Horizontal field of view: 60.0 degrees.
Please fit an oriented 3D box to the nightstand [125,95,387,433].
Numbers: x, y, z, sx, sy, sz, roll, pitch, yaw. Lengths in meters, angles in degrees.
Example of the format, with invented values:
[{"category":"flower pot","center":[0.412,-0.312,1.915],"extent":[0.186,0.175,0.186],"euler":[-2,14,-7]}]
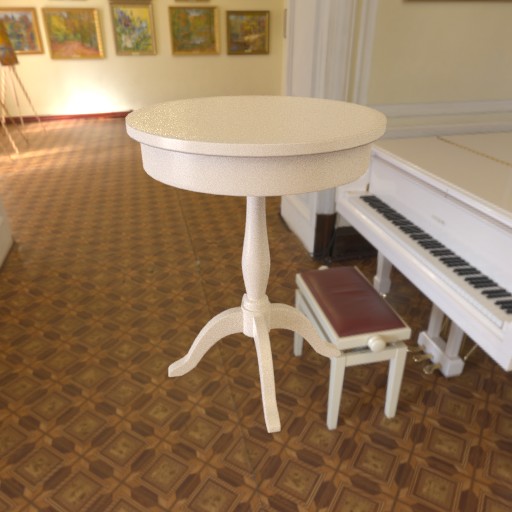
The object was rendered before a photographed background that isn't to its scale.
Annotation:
[{"category":"nightstand","center":[0.000,0.000,1.048],"extent":[0.513,0.653,0.513],"euler":[-1,28,-1]}]
